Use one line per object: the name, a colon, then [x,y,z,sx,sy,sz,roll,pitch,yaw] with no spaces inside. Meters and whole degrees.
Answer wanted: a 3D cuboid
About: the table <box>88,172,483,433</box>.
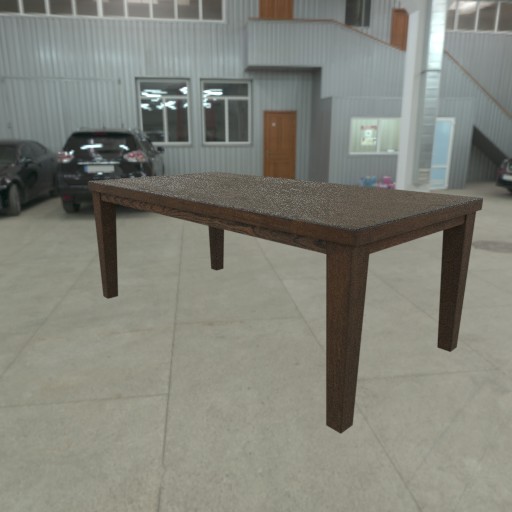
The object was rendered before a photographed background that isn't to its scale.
table: [0.000,0.000,2.502,1.016,0.762,1.981,-14,21,-41]
